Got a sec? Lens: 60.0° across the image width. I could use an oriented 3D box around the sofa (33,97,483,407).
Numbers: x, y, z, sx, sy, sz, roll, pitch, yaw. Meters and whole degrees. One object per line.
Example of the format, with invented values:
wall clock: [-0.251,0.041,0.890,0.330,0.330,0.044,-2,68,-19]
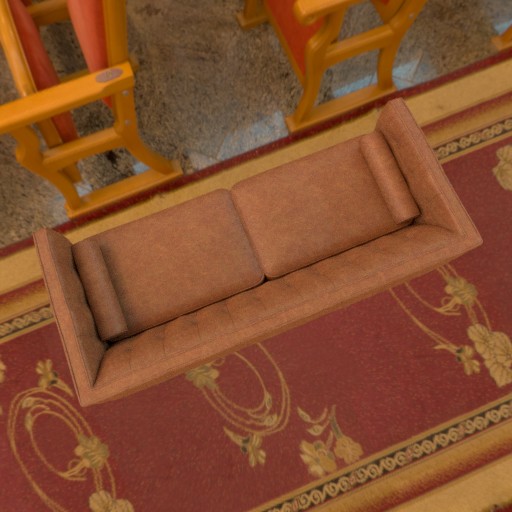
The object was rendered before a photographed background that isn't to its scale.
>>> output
sofa: [0.000,0.000,2.549,2.079,0.798,0.912,-21,77,-5]
